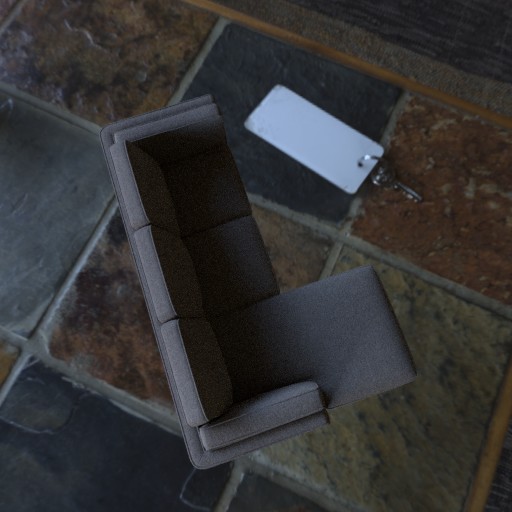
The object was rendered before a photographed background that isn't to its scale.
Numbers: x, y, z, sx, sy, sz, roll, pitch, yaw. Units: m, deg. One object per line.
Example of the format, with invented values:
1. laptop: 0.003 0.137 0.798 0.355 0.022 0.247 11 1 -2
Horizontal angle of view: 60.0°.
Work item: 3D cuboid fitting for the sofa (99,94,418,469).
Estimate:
1. sofa: 0.000 0.000 3.214 1.604 0.929 2.411 -18 77 -4
